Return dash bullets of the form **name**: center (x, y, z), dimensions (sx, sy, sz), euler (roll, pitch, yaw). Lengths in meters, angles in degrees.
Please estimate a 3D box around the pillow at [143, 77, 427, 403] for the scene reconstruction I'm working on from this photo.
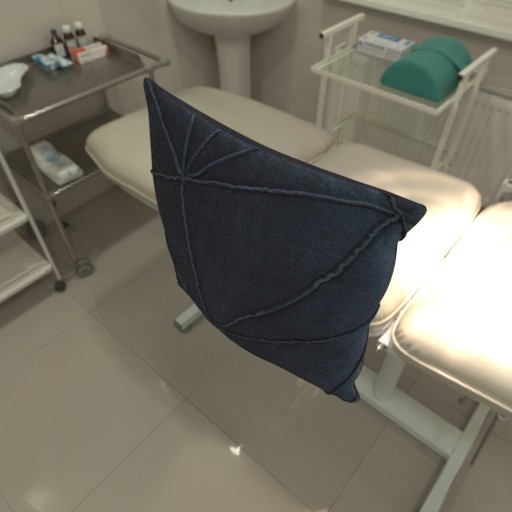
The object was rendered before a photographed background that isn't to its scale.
- **pillow**: center (0.000, 0.000, 0.683), dimensions (0.439, 0.440, 0.183), euler (32, 54, 27)
